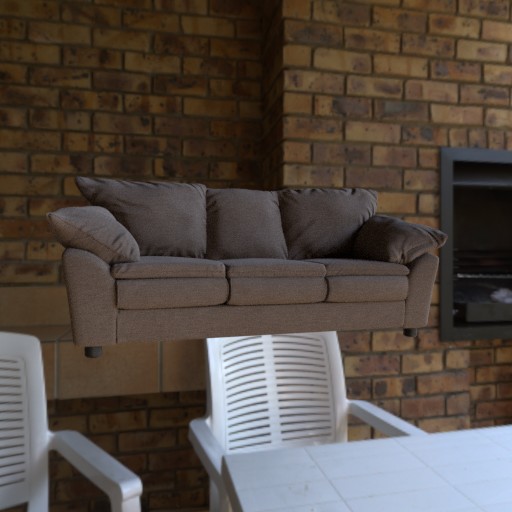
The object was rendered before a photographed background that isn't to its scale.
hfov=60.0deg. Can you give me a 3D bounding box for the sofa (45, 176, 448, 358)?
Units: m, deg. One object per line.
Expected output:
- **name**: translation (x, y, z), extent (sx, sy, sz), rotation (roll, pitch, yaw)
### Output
- **sofa**: translation (0.000, 0.000, 2.882), extent (2.390, 1.043, 0.927), rotation (0, 0, -18)
